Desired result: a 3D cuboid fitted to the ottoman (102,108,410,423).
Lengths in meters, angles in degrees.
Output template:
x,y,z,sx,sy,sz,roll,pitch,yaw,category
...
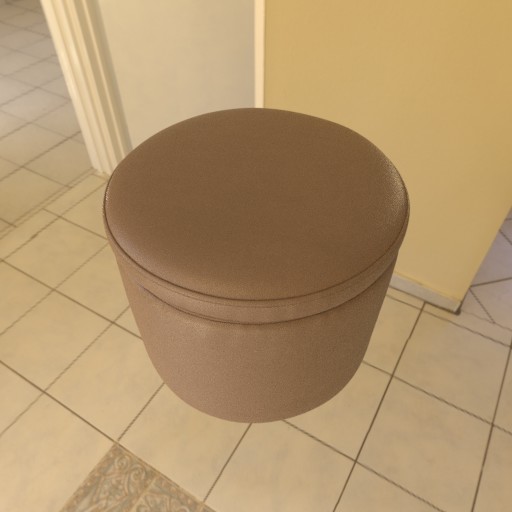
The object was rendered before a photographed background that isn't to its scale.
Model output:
x,y,z,sx,sy,sz,roll,pitch,yaw,category
0.000,0.000,0.855,0.500,0.409,0.500,0,46,0,ottoman
